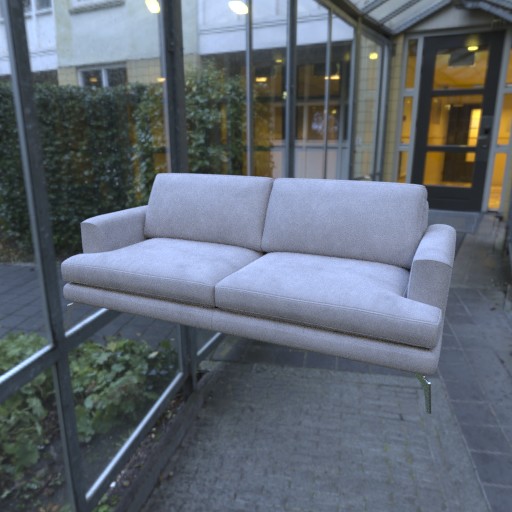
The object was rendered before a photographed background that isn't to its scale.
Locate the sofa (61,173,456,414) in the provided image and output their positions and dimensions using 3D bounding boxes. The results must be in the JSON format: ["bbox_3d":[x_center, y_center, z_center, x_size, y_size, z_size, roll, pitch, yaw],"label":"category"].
[{"bbox_3d":[0.000,0.000,2.482,2.013,0.830,0.980,7,17,24],"label":"sofa"}]
